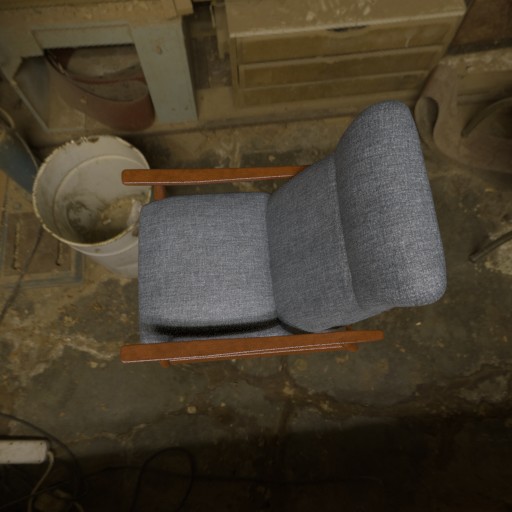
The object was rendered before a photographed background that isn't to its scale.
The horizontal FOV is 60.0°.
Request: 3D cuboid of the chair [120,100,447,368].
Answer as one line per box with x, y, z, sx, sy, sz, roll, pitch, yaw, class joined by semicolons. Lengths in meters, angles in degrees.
0.000;0.000;1.771;1.030;1.082;0.762;-5;73;-1;chair
